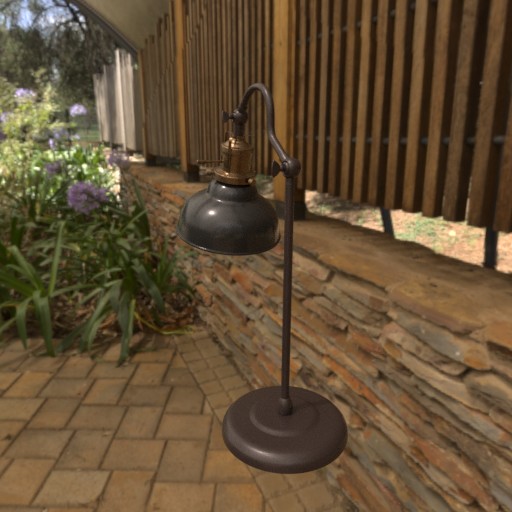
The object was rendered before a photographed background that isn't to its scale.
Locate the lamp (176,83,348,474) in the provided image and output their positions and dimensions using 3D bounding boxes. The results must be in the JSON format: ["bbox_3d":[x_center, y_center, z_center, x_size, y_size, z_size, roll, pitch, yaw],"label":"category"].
[{"bbox_3d":[0.000,0.000,0.695,0.192,0.508,0.374,-8,17,-28],"label":"lamp"}]
